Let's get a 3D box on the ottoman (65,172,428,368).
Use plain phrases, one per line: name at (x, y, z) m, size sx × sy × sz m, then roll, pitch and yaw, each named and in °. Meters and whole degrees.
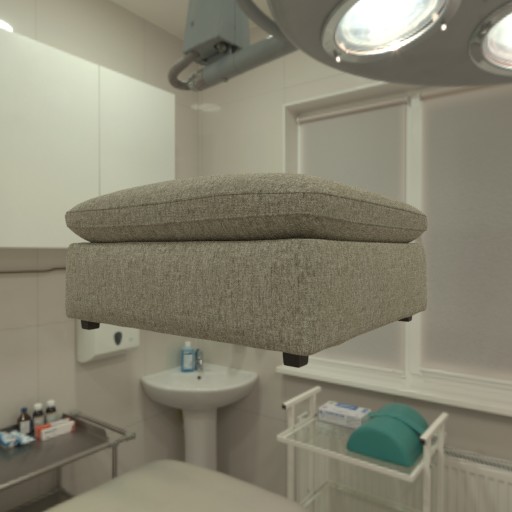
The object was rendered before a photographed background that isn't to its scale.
ottoman at (0.000, 0.000, 1.694) m, size 1.039 × 0.526 × 1.035 m, roll 1°, pitch 1°, yaw 36°
